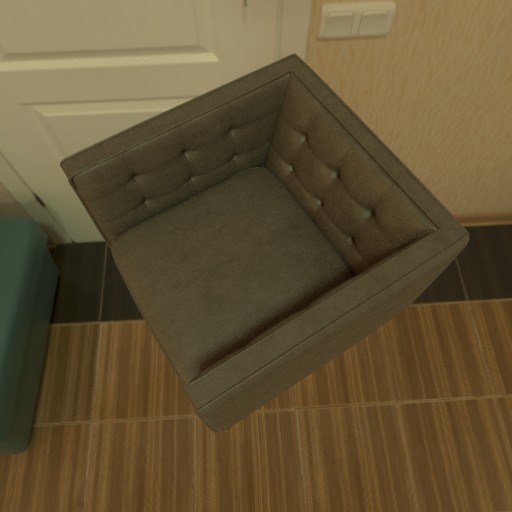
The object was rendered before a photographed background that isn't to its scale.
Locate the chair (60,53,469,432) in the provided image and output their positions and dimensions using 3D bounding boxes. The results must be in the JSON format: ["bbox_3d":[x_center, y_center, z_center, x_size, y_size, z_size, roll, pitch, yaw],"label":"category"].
[{"bbox_3d":[0.000,0.000,1.607,0.894,0.790,0.880,-30,68,-14],"label":"chair"}]
